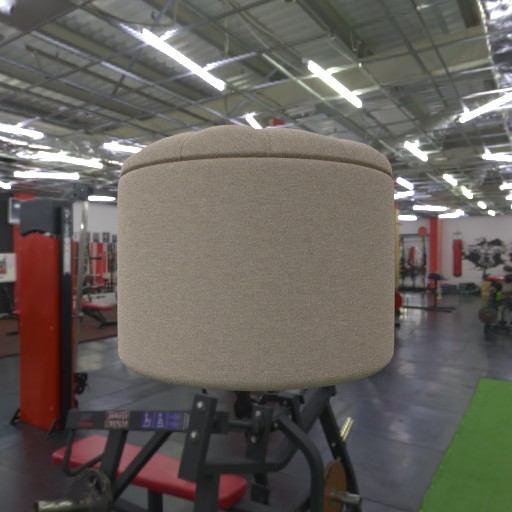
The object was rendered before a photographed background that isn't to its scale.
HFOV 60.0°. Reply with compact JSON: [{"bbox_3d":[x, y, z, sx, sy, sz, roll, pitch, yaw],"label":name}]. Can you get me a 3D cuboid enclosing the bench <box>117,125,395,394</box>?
[{"bbox_3d":[0.000,0.000,1.005,0.600,0.454,0.600,0,0,0],"label":"bench"}]
